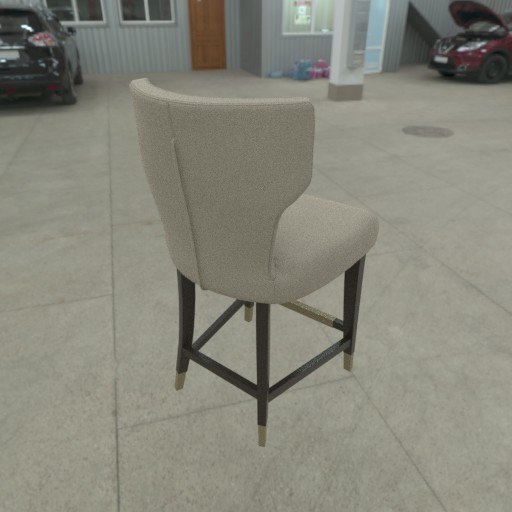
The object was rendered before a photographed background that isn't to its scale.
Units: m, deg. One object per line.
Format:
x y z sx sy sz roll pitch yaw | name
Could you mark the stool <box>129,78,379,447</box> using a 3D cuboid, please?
0.000 0.000 1.311 0.527 0.982 0.563 21 35 33 | stool
